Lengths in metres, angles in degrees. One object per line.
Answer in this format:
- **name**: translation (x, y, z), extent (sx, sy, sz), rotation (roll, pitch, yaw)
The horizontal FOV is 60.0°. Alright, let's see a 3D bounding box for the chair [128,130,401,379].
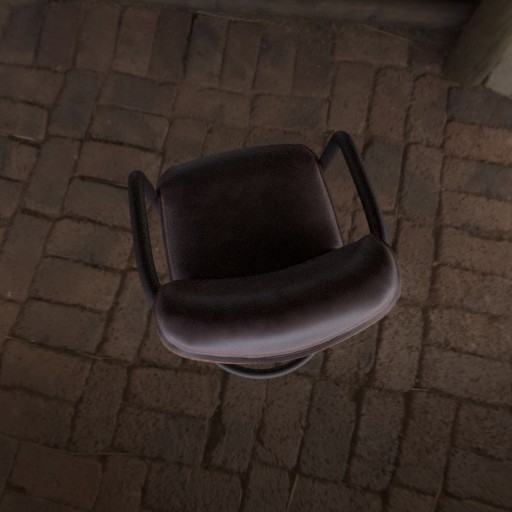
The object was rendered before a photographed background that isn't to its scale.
- **chair**: translation (0.000, 0.000, 1.250), extent (0.536, 0.836, 0.664), rotation (-12, 74, -3)
